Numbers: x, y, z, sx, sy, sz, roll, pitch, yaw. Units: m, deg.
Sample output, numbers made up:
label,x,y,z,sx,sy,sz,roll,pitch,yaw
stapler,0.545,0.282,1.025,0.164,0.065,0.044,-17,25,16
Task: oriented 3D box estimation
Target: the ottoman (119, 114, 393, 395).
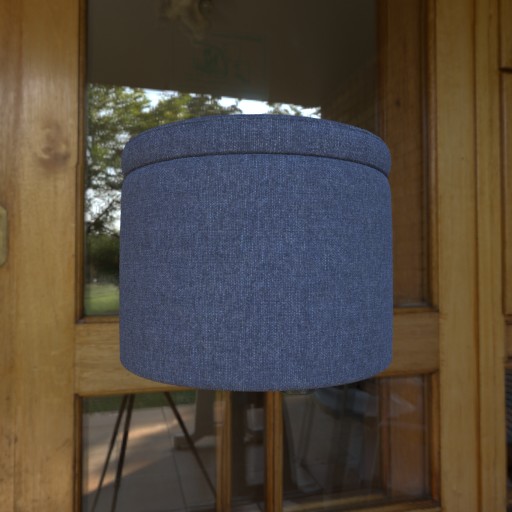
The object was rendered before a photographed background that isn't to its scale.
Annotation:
label,x,y,z,sx,sy,sz,roll,pitch,yaw
ottoman,0.000,0.000,0.883,0.520,0.430,0.520,0,-1,0
